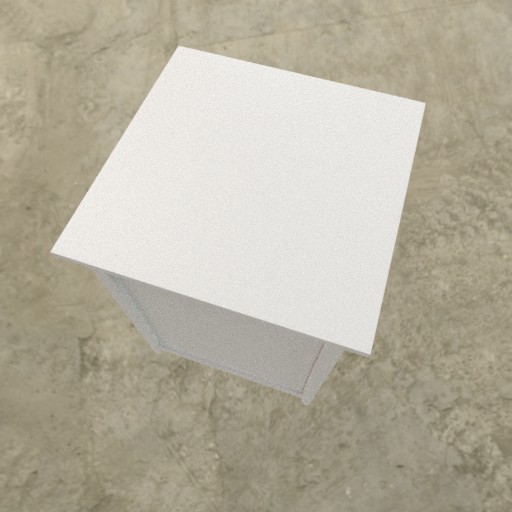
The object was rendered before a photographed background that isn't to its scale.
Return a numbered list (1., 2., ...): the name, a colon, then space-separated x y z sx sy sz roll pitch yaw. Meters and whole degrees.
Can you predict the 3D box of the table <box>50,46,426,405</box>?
1. table: 0.000 0.000 0.787 0.381 0.483 0.381 17 64 8
